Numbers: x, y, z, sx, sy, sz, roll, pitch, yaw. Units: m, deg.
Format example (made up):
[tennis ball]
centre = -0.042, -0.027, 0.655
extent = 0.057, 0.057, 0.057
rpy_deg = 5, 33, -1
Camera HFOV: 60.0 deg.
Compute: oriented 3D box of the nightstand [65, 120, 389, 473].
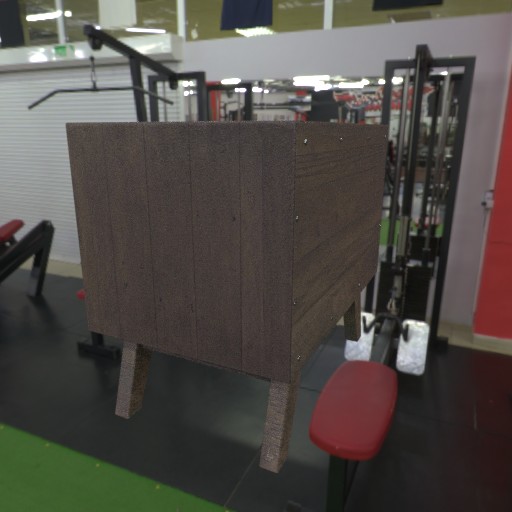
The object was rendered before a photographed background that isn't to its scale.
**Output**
[nightstand]
centre = 0.000, 0.000, 1.050
extent = 0.450, 0.599, 0.650
rpy_deg = 8, 18, 25
